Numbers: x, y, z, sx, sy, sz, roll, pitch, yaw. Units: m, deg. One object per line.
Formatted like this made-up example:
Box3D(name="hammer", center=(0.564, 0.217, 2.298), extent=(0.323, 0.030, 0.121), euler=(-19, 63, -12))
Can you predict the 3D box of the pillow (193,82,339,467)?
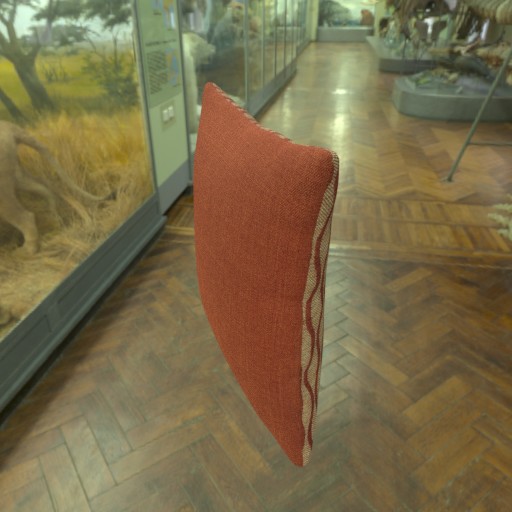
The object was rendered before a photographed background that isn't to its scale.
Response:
Box3D(name="pillow", center=(0.000, 0.000, 0.658), extent=(0.159, 0.434, 0.429), euler=(-10, 31, -18))
